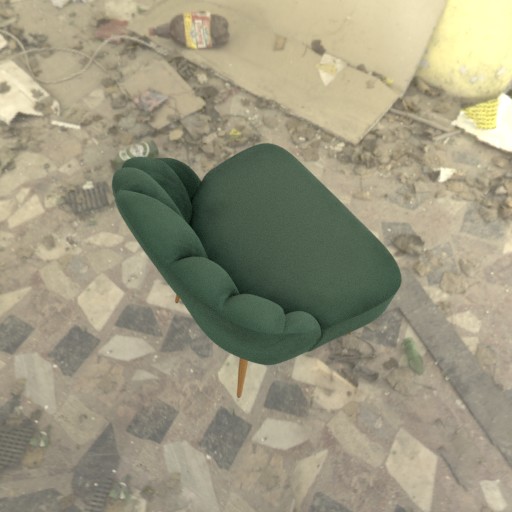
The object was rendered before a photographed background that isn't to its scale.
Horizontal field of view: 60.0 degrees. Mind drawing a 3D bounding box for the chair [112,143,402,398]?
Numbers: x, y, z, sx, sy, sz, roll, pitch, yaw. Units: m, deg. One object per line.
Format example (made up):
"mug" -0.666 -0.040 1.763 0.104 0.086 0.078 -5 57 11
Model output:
"chair" 0.000 0.000 1.275 0.599 0.819 0.657 -30 63 -17
